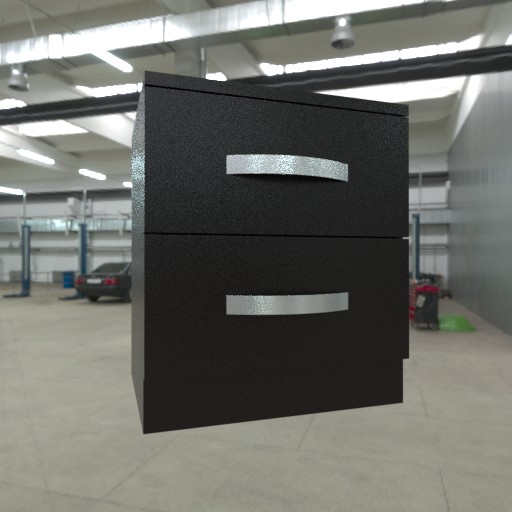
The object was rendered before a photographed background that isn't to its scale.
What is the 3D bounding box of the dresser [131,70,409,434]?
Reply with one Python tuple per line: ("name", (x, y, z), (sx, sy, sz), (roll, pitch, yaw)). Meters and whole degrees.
("dresser", (0.000, 0.000, 0.771), (0.400, 0.470, 0.360), (0, 0, -18))
